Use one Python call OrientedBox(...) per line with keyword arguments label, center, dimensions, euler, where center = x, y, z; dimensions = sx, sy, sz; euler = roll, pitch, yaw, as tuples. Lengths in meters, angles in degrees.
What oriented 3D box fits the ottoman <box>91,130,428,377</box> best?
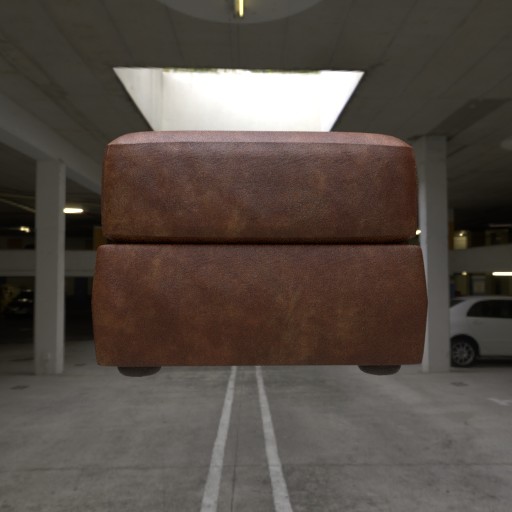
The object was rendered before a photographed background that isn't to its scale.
OrientedBox(label="ottoman", center=(0.000, 0.000, 1.147), dimensions=(0.603, 0.476, 0.751), euler=(0, -2, -2))
